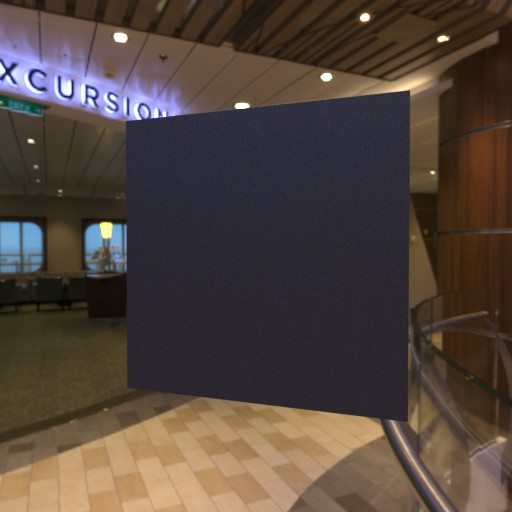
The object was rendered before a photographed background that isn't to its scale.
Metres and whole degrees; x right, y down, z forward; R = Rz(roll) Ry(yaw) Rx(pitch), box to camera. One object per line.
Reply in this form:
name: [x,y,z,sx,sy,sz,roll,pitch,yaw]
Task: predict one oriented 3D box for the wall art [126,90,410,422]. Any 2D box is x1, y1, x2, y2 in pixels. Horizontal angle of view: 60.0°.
wall art: [0.000,0.000,0.776,0.507,0.507,0.038,0,1,19]
